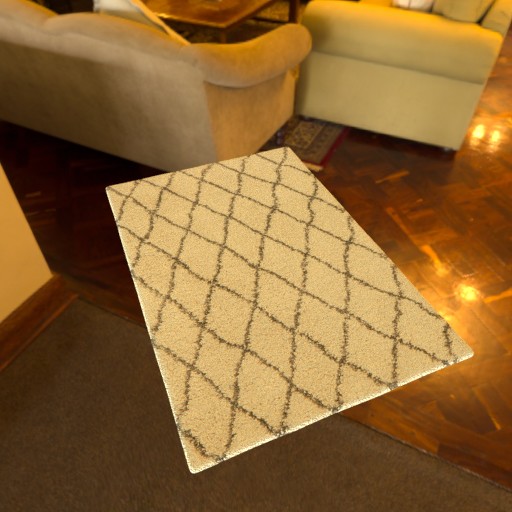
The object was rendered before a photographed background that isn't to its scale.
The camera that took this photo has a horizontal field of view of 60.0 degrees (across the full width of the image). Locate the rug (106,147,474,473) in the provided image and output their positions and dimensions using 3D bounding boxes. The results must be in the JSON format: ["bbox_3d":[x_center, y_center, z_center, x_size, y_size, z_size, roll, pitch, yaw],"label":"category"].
[{"bbox_3d":[0.000,0.000,2.249,1.219,0.030,1.778,-16,47,-16],"label":"rug"}]
